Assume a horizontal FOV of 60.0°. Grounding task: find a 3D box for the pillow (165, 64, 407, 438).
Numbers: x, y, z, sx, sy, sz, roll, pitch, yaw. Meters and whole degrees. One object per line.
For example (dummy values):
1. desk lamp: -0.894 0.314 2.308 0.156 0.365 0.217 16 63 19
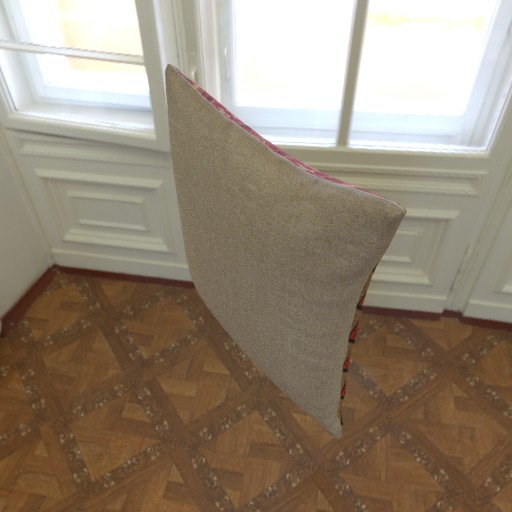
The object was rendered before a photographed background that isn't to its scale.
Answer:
1. pillow: 0.000 0.000 0.776 0.158 0.511 0.513 -26 48 -26
